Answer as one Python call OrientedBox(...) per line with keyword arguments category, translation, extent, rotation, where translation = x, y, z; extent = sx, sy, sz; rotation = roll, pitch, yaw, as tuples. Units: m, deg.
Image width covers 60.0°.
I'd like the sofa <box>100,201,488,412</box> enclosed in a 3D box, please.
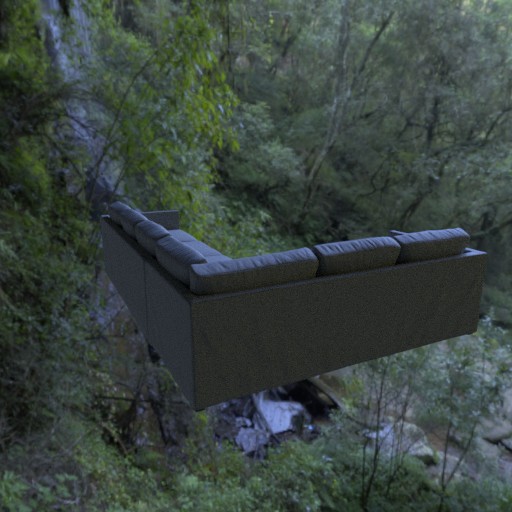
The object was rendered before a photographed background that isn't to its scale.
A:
OrientedBox(category="sofa", translation=(0.000, 0.000, 4.319), extent=(2.432, 0.871, 3.182), rotation=(-7, 17, -26))
